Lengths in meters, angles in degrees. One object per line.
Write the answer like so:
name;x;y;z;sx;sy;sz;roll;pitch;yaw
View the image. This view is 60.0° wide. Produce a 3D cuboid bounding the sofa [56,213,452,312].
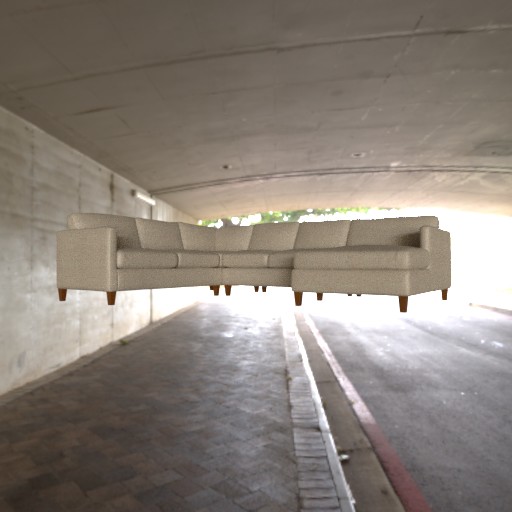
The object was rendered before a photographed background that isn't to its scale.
sofa;0.000;0.000;4.764;3.460;0.961;2.594;-1;-1;35
